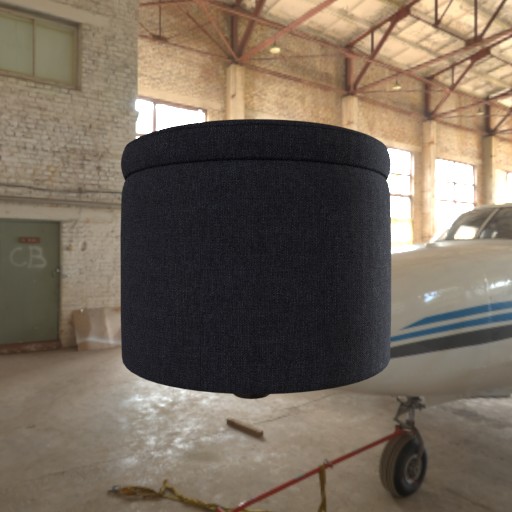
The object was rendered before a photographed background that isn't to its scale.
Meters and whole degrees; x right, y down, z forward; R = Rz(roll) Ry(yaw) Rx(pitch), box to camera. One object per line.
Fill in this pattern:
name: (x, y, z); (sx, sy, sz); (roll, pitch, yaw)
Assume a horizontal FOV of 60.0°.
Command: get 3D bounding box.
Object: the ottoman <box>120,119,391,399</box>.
ottoman: (0.000, 0.000, 0.889); (0.520, 0.430, 0.520); (0, 0, 0)
